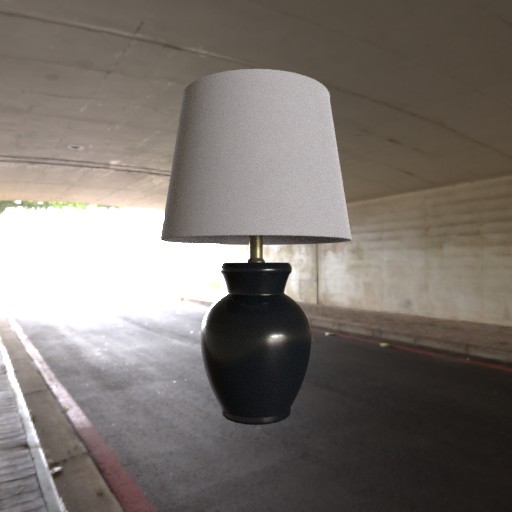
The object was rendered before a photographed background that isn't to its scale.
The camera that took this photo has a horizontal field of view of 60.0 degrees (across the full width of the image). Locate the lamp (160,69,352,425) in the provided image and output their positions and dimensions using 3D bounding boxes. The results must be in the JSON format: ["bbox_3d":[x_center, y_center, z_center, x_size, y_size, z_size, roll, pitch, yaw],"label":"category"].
[{"bbox_3d":[0.000,0.000,0.567,0.239,0.399,0.239,0,-1,0],"label":"lamp"}]
